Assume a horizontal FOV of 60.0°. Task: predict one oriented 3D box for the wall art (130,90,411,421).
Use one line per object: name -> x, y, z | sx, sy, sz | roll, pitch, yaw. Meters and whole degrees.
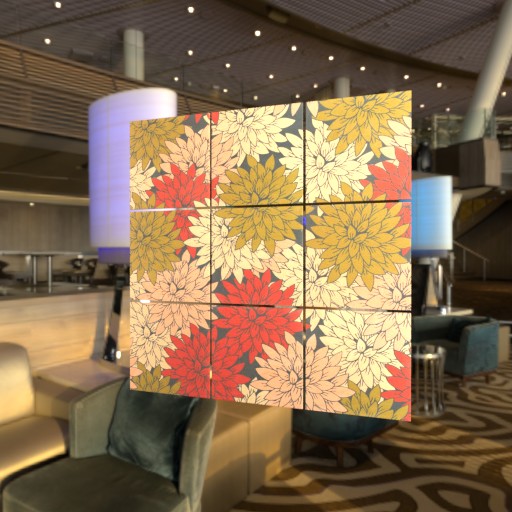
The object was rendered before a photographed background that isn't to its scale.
wall art -> 0.000, 0.000, 2.302 | 1.519, 1.534, 0.013 | 0, 0, 19
